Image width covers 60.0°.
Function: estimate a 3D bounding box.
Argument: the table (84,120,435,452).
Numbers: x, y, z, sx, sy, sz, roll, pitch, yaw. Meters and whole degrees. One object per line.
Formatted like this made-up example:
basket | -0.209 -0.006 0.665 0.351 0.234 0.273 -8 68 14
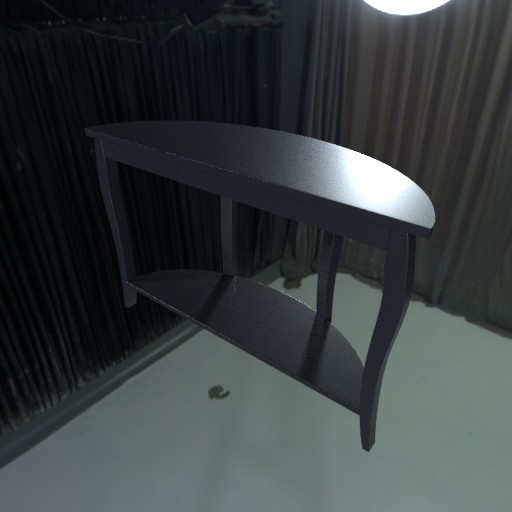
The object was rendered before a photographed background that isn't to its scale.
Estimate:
table | 0.000 0.000 1.570 1.219 0.780 0.394 22 38 32
